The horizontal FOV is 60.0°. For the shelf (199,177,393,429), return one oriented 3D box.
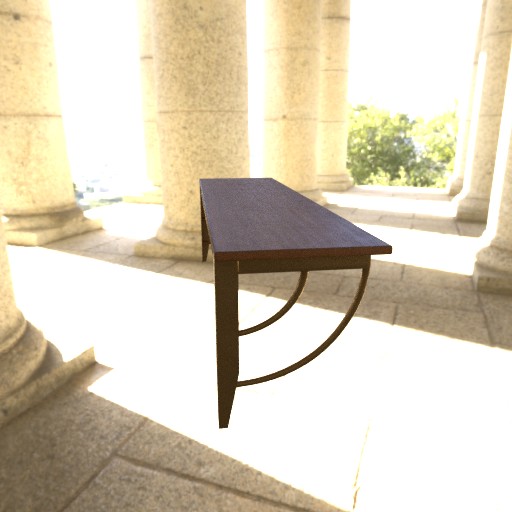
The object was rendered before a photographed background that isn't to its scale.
[{"bbox_3d":[0.000,0.000,0.728,0.166,0.190,0.636,-2,16,-8],"label":"shelf"}]
